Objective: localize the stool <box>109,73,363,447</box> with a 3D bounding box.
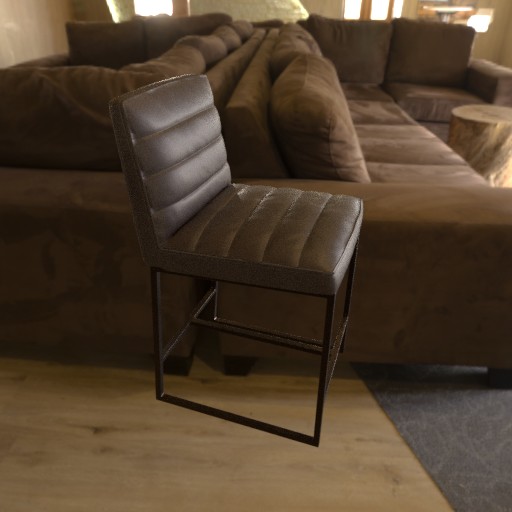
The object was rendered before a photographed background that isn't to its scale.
[{"bbox_3d":[0.000,0.000,1.307,0.562,0.946,0.463,10,32,17],"label":"stool"}]
